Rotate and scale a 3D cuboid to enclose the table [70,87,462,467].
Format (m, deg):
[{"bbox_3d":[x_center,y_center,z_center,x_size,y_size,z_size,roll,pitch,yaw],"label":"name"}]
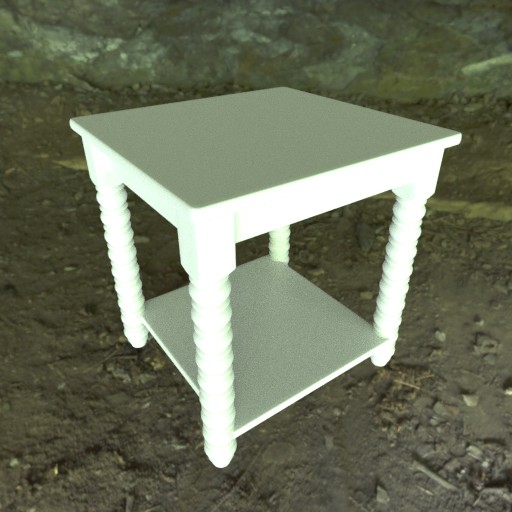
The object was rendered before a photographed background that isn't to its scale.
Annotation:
[{"bbox_3d":[0.000,0.000,0.957,0.533,0.563,0.500,-21,37,-30],"label":"table"}]
